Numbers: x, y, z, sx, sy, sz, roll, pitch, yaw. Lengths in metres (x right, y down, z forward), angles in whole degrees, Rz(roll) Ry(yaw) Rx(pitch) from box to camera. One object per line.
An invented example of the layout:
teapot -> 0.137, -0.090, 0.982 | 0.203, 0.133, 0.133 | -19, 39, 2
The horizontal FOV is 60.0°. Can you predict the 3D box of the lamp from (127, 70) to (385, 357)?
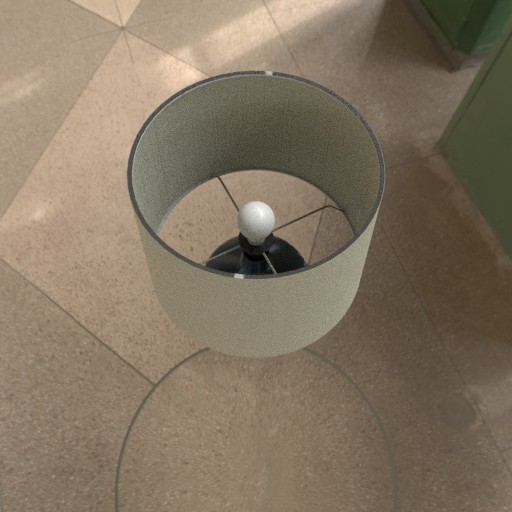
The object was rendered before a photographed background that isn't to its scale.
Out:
lamp -> 0.000, 0.000, 0.803 | 0.376, 0.540, 0.376 | 0, 64, 0
